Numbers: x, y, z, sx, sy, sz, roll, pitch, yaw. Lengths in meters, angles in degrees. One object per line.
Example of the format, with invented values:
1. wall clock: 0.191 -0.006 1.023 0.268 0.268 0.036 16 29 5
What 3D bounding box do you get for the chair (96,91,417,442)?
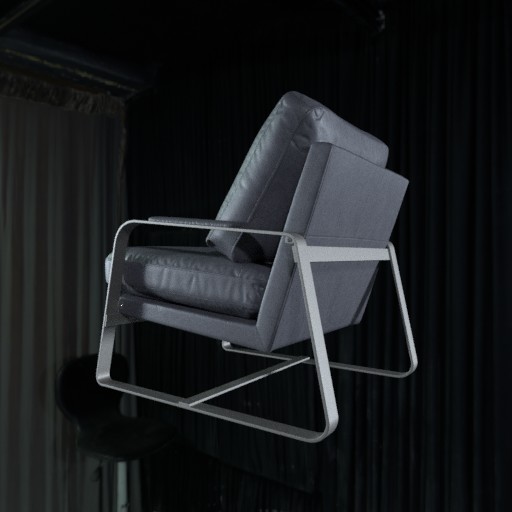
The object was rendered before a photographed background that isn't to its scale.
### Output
1. chair: 0.000 0.000 1.501 0.878 0.839 0.692 0 0 35
